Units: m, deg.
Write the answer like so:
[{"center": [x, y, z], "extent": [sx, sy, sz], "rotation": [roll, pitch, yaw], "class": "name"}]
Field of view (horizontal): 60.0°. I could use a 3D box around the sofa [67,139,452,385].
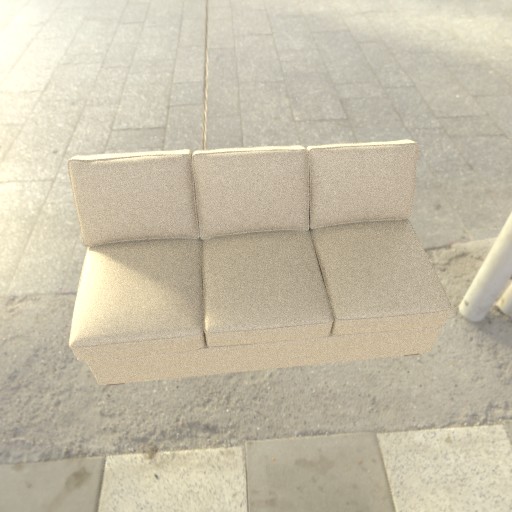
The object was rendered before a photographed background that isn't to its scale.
[{"center": [0.000, 0.000, 2.528], "extent": [1.962, 0.973, 1.027], "rotation": [-5, 47, -4], "class": "sofa"}]
